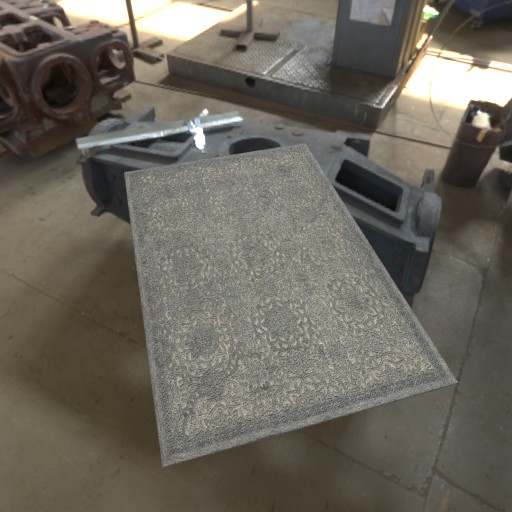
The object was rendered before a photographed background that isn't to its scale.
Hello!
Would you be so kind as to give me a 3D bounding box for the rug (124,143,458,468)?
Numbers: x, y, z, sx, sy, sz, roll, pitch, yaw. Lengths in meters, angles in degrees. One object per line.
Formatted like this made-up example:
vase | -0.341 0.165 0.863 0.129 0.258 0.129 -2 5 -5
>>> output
rug | 0.000 0.000 2.300 1.208 0.012 1.819 -12 48 -11
